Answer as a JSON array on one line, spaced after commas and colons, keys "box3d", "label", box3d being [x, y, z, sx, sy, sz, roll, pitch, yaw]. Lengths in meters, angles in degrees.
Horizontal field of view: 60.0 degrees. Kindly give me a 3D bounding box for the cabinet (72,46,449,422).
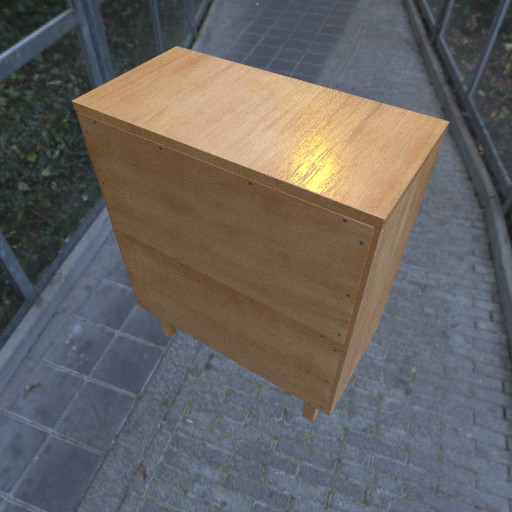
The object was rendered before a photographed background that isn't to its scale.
[{"box3d": [0.000, 0.000, 1.407, 0.800, 1.001, 0.419, 25, 51, 22], "label": "cabinet"}]
